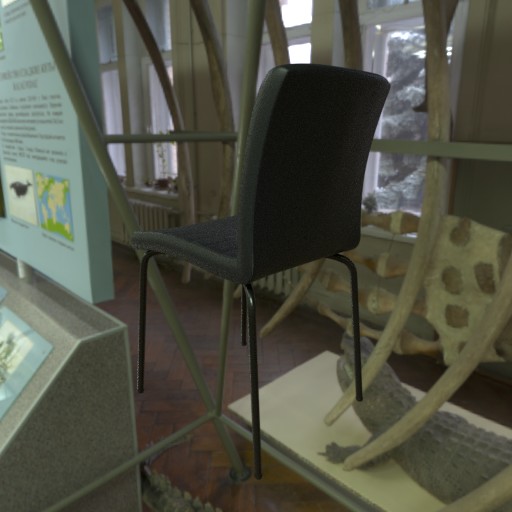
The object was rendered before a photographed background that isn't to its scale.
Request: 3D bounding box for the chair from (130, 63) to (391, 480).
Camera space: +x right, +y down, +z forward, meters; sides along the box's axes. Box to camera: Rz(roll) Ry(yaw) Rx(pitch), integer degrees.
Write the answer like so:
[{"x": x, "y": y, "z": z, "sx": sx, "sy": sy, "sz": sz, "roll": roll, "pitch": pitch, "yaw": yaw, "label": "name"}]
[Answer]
[{"x": 0.000, "y": 0.000, "z": 1.172, "sx": 0.572, "sy": 0.872, "sz": 0.450, "roll": 15, "pitch": 22, "yaw": 43, "label": "chair"}]
